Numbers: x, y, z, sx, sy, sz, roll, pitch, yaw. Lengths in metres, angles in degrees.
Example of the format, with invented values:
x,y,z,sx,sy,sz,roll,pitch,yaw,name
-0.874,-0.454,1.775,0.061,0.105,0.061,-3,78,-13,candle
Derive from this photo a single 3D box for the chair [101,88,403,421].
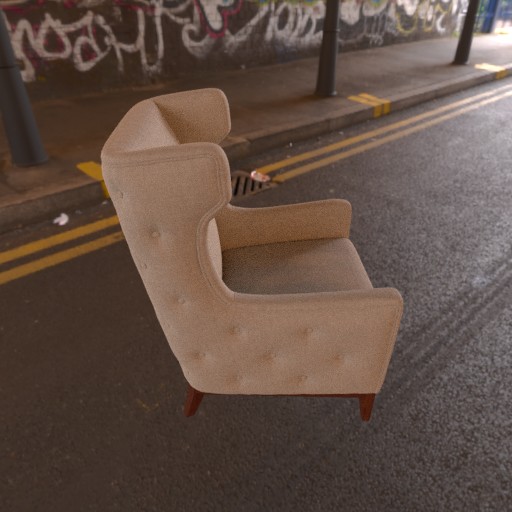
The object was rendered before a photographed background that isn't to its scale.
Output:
x,y,z,sx,sy,sz,roll,pitch,yaw,name
0.000,0.000,1.673,0.899,1.079,0.778,-2,32,-3,chair
